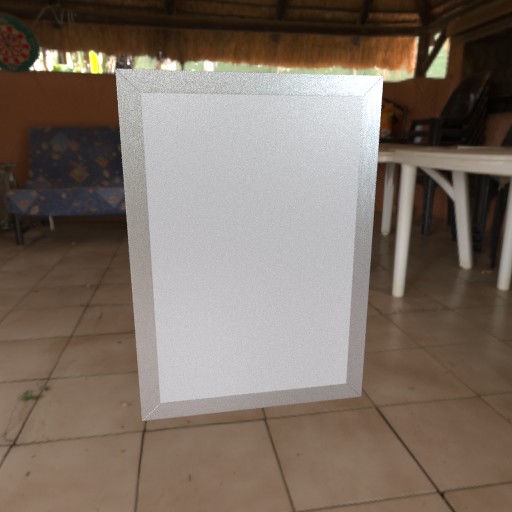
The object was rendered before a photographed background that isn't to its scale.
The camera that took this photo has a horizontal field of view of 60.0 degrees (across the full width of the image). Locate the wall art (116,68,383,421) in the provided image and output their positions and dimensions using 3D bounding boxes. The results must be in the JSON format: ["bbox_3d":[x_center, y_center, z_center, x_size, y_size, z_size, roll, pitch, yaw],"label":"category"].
[{"bbox_3d":[0.000,0.000,0.687,0.376,0.529,0.013,-3,15,-10],"label":"wall art"}]
